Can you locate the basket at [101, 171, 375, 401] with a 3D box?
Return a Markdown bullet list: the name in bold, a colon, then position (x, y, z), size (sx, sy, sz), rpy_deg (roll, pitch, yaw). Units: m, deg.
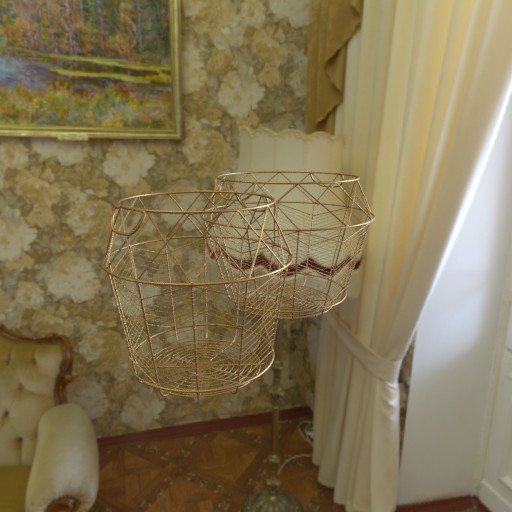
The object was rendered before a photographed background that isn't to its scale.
- **basket**: position (0.000, 0.000, 1.029), size (0.451, 0.343, 0.805), rpy_deg (7, 16, 26)
